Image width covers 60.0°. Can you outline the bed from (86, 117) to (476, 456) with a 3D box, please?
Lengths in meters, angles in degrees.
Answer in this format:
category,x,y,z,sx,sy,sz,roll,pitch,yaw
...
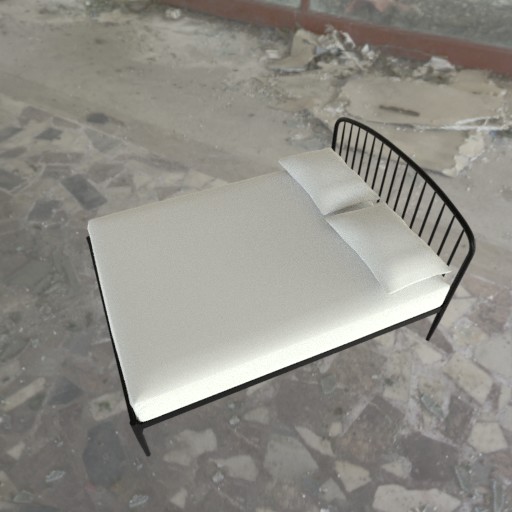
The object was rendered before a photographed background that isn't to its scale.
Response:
category,x,y,z,sx,sy,sz,roll,pitch,yaw
bed,0.000,0.000,3.107,2.159,1.166,1.618,-17,48,-16
